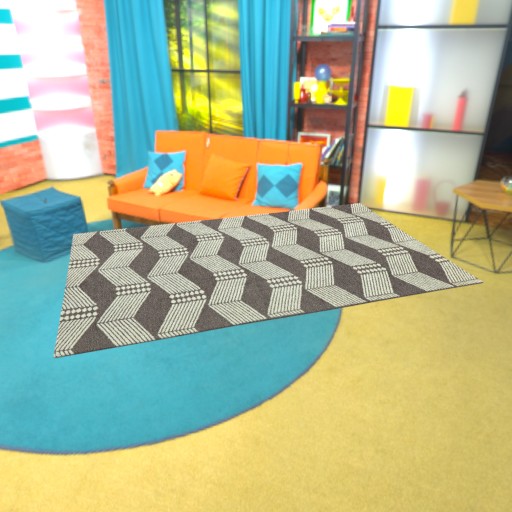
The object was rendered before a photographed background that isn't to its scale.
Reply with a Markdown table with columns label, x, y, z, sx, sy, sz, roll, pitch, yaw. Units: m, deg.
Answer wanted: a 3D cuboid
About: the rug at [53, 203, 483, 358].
| label | x | y | z | sx | sy | sz | roll | pitch | yaw |
| --- | --- | --- | --- | --- | --- | --- | --- | --- | --- |
| rug | 0.000 | 0.000 | 3.031 | 2.435 | 0.011 | 1.517 | -8 | 27 | -15 |
